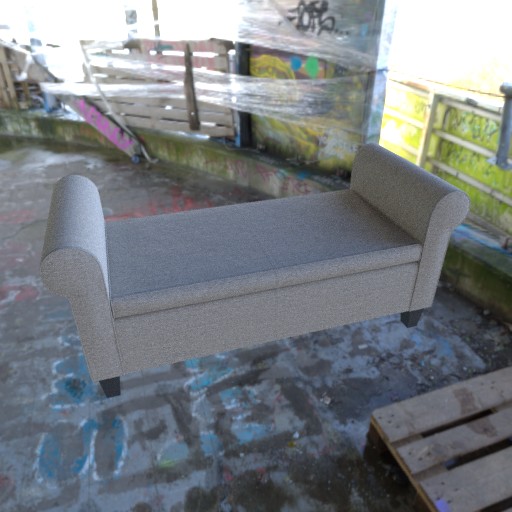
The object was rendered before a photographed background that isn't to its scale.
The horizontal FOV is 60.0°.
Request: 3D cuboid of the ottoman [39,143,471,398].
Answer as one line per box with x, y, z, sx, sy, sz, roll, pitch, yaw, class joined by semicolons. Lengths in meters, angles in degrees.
0.000;0.000;1.541;1.256;0.547;0.521;-10;33;-15;ottoman
